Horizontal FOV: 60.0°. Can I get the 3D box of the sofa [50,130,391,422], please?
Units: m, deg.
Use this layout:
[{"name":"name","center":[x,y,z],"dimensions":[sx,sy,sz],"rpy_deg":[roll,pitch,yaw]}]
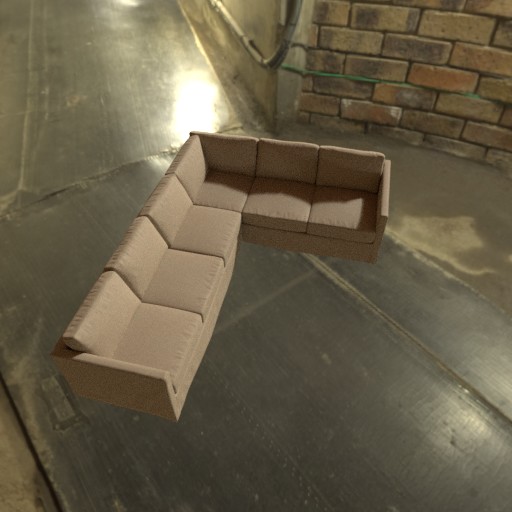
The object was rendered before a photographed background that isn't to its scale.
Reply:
[{"name":"sofa","center":[0.000,0.000,4.352],"dimensions":[2.432,0.871,3.182],"rpy_deg":[10,47,9]}]
